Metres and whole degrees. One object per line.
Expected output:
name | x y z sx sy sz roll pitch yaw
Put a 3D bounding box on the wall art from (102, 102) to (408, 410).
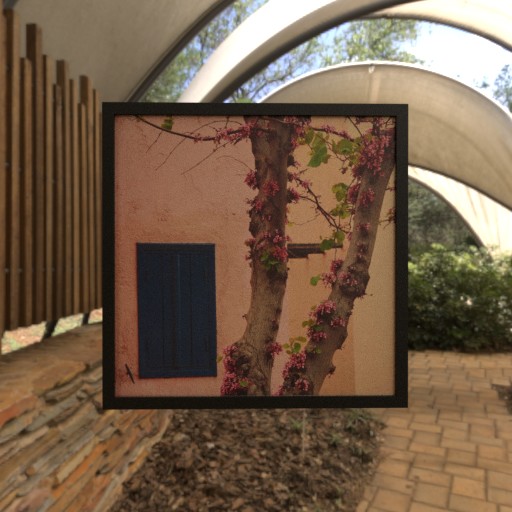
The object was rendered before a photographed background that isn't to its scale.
wall art | 0.000 0.000 1.122 0.762 0.762 0.038 0 0 -1
